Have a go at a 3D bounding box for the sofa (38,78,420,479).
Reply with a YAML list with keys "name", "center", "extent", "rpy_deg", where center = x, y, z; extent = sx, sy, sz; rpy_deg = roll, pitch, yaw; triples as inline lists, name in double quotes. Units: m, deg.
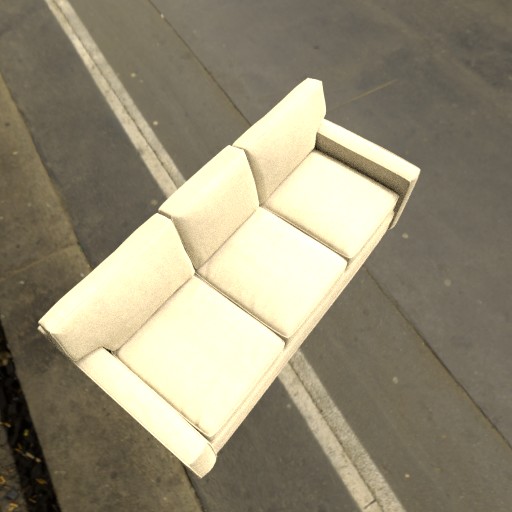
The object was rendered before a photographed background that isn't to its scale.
- name: "sofa"
  center: [0.000, 0.000, 2.504]
  extent: [0.936, 0.862, 2.093]
  rpy_deg: [34, 65, 18]
